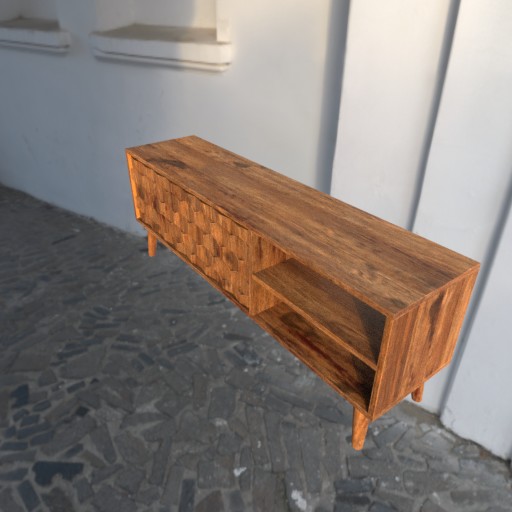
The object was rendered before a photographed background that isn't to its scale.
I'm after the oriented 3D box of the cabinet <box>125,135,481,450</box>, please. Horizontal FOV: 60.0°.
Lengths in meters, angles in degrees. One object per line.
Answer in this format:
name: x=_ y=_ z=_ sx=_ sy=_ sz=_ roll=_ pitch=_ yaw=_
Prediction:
cabinet: x=0.000 y=0.000 z=1.674 sx=0.349 sy=0.528 sz=1.448 roll=-21 pitch=37 yaw=-31
